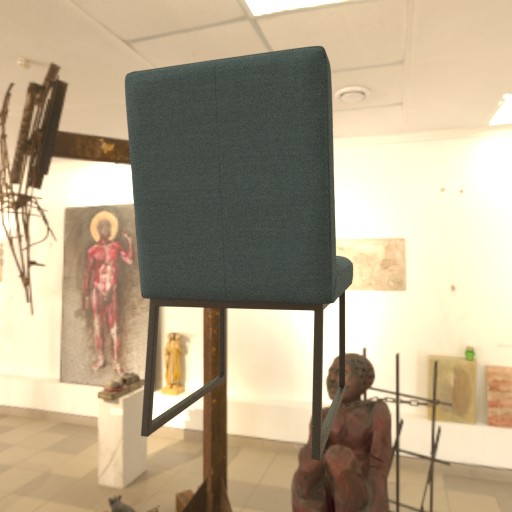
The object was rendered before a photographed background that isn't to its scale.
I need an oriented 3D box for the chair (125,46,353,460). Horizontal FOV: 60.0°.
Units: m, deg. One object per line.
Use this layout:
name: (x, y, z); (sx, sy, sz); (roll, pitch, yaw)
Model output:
chair: (0.000, 0.000, 1.319); (0.520, 0.930, 0.634); (0, 0, 17)
